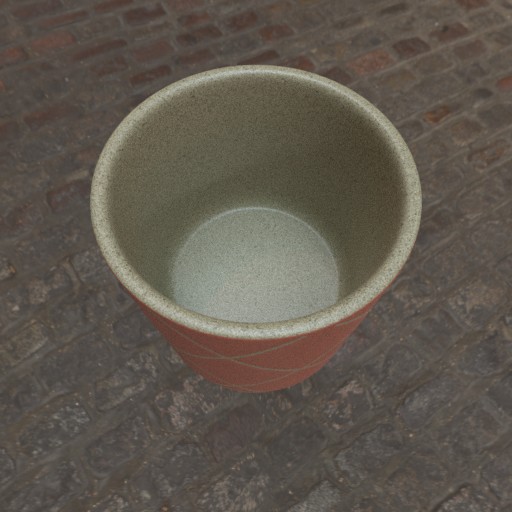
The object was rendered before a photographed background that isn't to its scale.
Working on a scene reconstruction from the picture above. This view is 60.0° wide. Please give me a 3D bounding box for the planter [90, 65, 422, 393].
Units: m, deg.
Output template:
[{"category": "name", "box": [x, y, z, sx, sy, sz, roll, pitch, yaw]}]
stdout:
[{"category": "planter", "box": [0.000, 0.000, 0.345, 0.191, 0.200, 0.191, 0, 63, 0]}]
